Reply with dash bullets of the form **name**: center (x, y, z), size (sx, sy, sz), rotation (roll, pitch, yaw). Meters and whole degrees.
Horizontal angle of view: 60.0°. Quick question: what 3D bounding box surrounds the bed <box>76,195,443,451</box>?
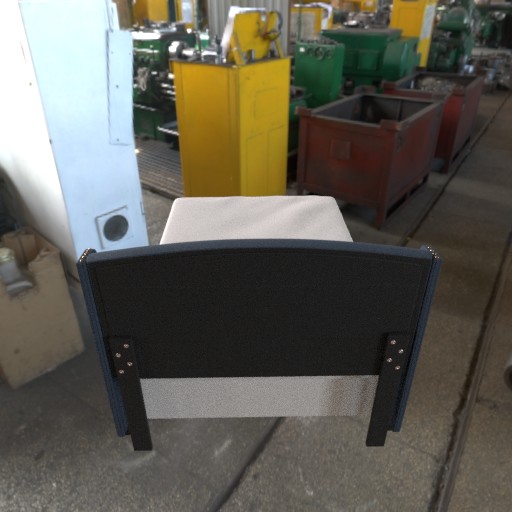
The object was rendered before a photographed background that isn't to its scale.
- **bed**: center (0.000, 0.000, 3.307), size (1.710, 1.407, 2.237), rotation (-1, 31, -1)
